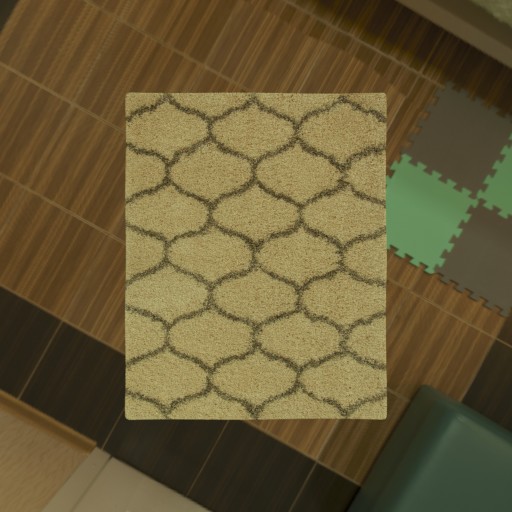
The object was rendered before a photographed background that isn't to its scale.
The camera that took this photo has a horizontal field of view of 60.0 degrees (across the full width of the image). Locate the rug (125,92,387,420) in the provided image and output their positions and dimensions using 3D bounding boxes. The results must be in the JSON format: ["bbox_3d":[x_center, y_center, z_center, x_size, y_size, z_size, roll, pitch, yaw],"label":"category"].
[{"bbox_3d":[0.000,0.000,4.071,2.399,0.026,3.000,0,90,0],"label":"rug"}]
